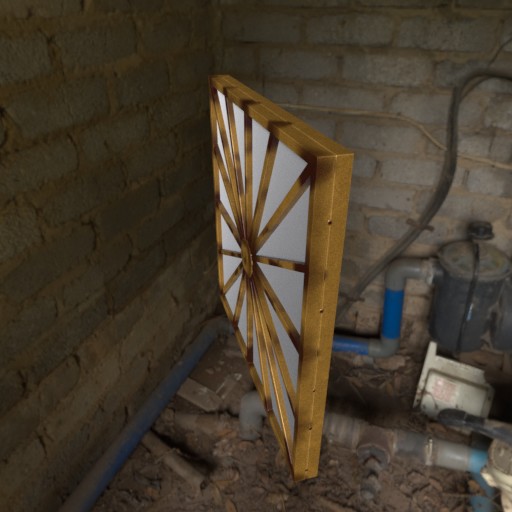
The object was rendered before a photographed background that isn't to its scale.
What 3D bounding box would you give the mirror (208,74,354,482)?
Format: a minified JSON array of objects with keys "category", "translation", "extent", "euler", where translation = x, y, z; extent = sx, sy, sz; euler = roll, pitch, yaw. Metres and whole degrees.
[{"category":"mirror","translation":[0.000,0.000,0.757],"extent":[0.042,0.507,0.509],"euler":[-9,32,-14]}]
